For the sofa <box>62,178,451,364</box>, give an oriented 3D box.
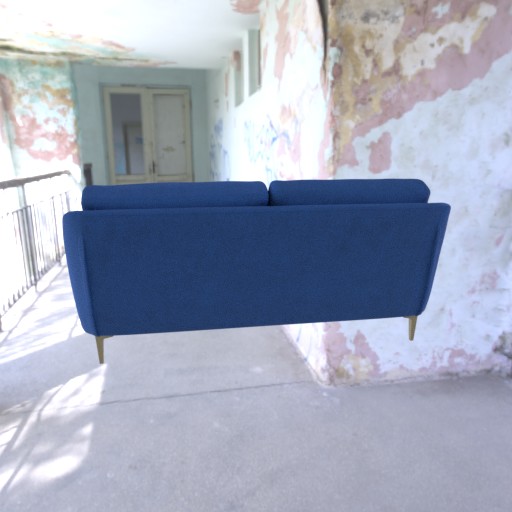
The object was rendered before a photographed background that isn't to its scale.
[{"bbox_3d":[0.000,0.000,2.559,2.036,0.903,0.960,-2,14,-9],"label":"sofa"}]
